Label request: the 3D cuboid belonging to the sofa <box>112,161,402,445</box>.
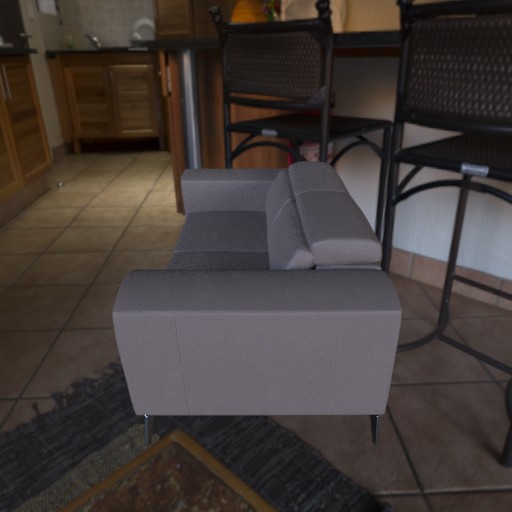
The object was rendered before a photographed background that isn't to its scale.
[{"bbox_3d":[0.000,0.000,2.417,1.003,0.779,1.895,0,25,0],"label":"sofa"}]
